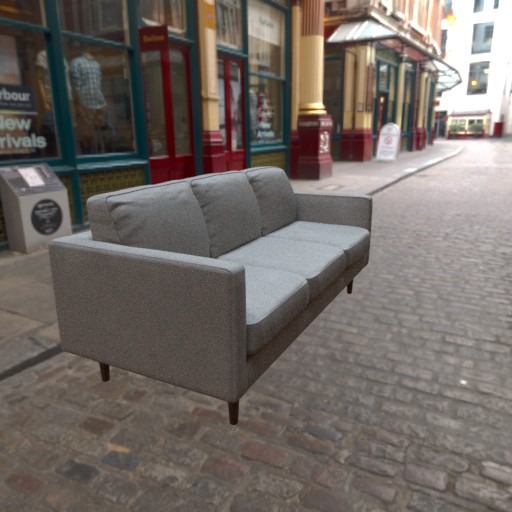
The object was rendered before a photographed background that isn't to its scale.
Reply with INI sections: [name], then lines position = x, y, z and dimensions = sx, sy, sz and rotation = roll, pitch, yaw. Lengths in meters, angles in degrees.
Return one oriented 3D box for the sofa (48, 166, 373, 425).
[sofa]
position = 0.000, 0.000, 2.555
dimensions = 0.944, 0.918, 1.983
rotation = 8, 17, 26
